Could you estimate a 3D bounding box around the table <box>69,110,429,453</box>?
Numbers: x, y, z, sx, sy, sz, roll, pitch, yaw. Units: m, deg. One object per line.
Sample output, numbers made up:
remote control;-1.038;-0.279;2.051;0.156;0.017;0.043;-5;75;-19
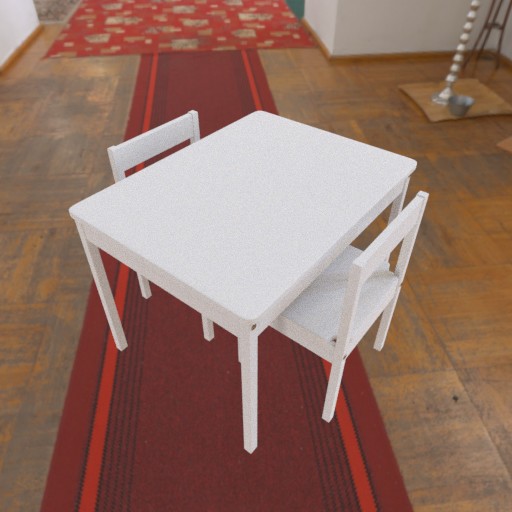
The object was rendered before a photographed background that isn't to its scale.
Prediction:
table;0.000;0.000;1.134;0.672;0.503;0.650;27;48;28
